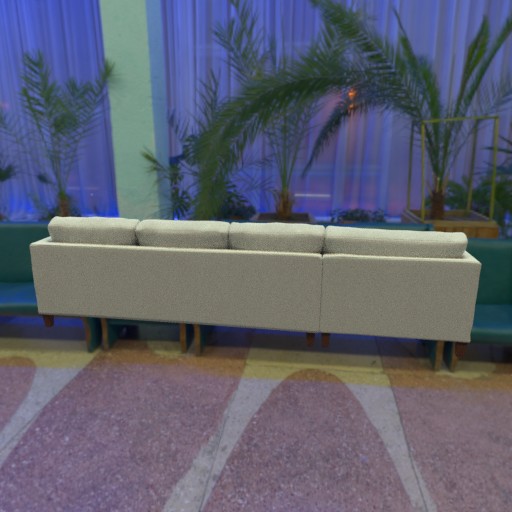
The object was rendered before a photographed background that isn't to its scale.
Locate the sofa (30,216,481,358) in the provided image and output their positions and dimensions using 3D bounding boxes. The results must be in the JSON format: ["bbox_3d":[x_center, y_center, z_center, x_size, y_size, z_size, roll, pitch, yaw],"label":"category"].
[{"bbox_3d":[0.000,0.000,3.888,3.186,0.861,1.625,3,16,9],"label":"sofa"}]
